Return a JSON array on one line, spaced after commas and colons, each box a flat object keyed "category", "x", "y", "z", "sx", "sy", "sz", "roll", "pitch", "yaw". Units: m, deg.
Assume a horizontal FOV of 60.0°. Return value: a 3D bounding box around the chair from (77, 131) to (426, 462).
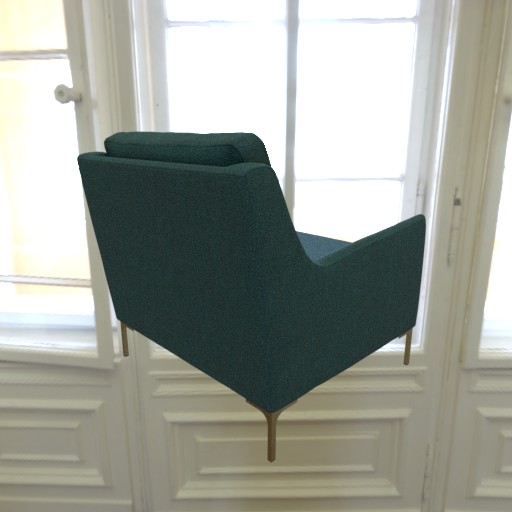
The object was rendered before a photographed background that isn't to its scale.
[{"category": "chair", "x": 0.000, "y": 0.000, "z": 1.531, "sx": 0.849, "sy": 0.828, "sz": 0.847, "roll": -15, "pitch": 21, "yaw": -42}]
